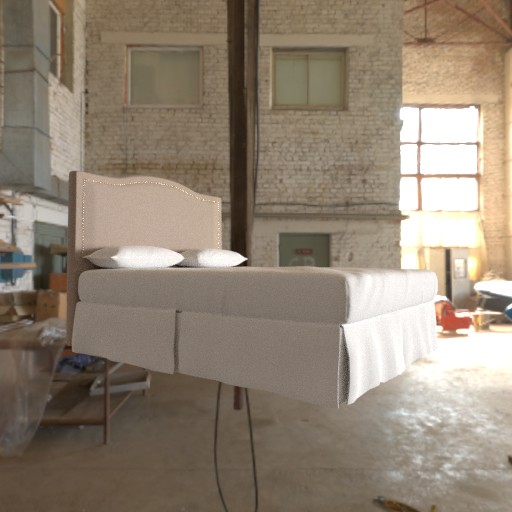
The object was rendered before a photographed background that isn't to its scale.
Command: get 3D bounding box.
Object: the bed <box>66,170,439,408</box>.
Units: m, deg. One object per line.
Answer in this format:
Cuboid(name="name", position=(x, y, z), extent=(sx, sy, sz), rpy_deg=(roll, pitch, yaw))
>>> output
Cuboid(name="bed", position=(0.000, 0.000, 3.366), extent=(2.282, 1.436, 1.821), rpy_deg=(-1, -1, 35))
